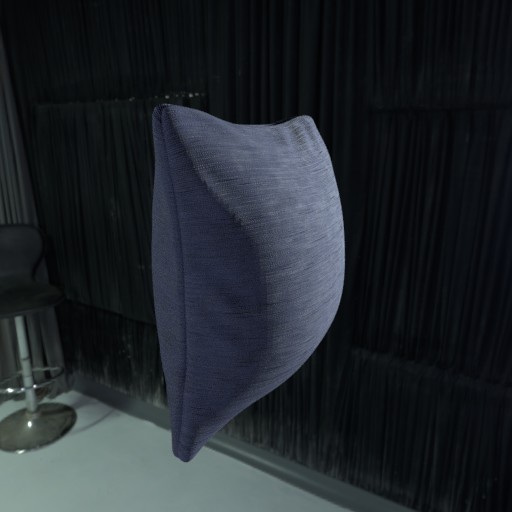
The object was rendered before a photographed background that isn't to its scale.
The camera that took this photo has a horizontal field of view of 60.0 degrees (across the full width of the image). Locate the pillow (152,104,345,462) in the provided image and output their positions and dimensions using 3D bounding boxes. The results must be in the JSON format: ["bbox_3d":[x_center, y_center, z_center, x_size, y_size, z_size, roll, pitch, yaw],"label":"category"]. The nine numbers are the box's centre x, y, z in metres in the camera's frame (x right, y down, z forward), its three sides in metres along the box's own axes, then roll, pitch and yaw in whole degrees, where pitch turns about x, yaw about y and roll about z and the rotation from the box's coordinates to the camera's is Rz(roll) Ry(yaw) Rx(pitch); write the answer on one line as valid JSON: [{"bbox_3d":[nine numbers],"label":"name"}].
[{"bbox_3d":[0.000,0.000,0.664,0.246,0.414,0.432,8,18,25],"label":"pillow"}]
